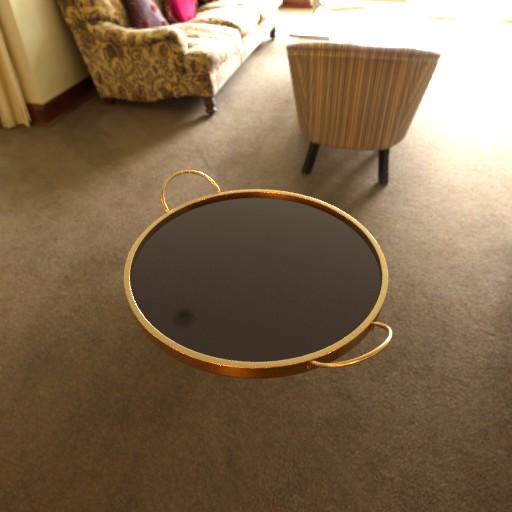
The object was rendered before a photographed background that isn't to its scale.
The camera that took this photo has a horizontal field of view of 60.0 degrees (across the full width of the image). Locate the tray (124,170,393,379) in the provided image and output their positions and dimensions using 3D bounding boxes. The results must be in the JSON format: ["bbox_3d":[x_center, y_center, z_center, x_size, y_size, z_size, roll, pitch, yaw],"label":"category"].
[{"bbox_3d":[0.000,0.000,0.748,0.438,0.069,0.543,-25,47,-26],"label":"tray"}]
